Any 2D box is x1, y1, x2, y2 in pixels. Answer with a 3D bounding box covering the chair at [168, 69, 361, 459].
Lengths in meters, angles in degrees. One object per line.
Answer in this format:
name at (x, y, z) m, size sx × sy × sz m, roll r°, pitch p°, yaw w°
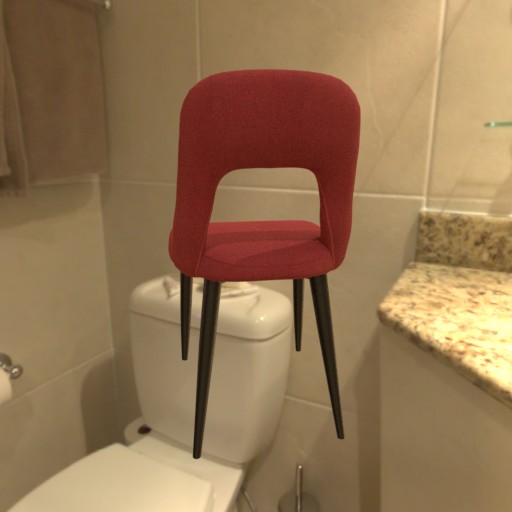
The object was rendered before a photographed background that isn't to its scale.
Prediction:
chair at (0.000, 0.000, 1.235) m, size 0.483 × 0.892 × 0.569 m, roll -2°, pitch 14°, yaw -9°
